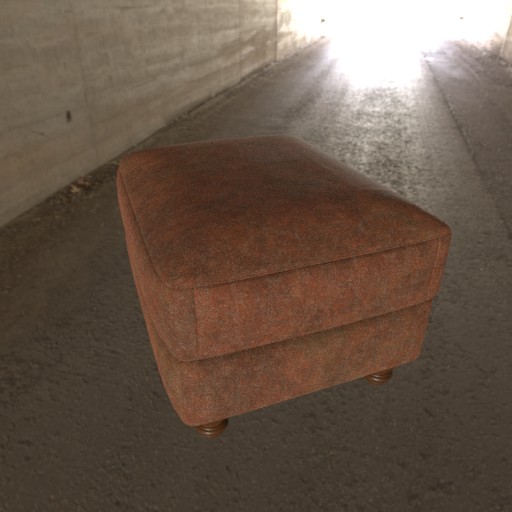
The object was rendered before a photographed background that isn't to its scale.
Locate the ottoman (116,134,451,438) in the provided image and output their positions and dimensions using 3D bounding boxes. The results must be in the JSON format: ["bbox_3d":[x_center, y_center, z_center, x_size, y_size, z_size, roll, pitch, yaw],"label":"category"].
[{"bbox_3d":[0.000,0.000,1.181,0.635,0.508,0.787,-11,32,-18],"label":"ottoman"}]
